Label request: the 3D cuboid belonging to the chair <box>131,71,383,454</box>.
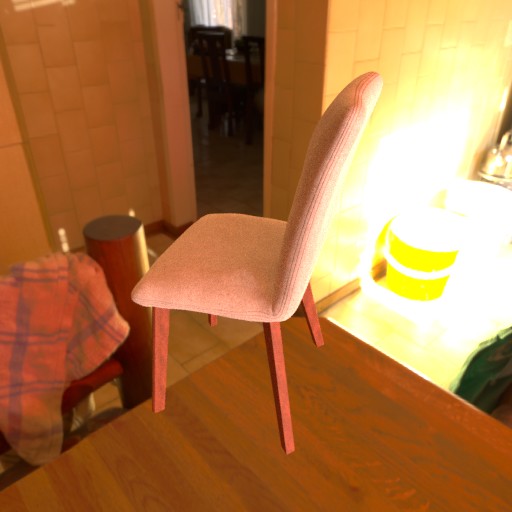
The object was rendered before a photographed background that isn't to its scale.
[{"bbox_3d":[0.000,0.000,1.287,0.563,0.974,0.522,9,32,15],"label":"chair"}]
